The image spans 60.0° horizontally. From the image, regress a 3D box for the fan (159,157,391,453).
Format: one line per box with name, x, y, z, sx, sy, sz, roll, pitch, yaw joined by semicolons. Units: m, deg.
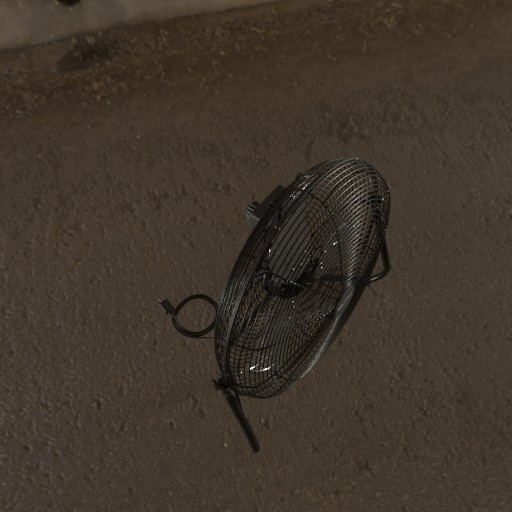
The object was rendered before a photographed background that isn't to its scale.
fan;0.000;0.000;0.985;0.470;0.605;0.595;34;64;19
